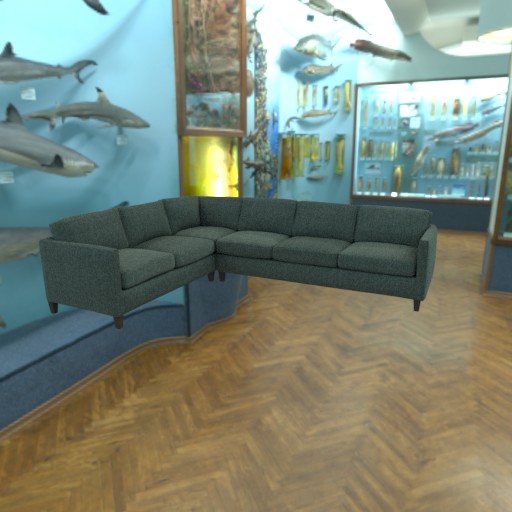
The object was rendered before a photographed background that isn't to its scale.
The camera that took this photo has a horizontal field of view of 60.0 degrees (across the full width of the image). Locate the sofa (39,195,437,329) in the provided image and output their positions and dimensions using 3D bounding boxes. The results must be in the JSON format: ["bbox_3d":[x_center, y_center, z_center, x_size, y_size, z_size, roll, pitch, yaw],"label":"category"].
[{"bbox_3d":[0.000,0.000,4.574,3.302,0.947,2.593,7,16,25],"label":"sofa"}]
